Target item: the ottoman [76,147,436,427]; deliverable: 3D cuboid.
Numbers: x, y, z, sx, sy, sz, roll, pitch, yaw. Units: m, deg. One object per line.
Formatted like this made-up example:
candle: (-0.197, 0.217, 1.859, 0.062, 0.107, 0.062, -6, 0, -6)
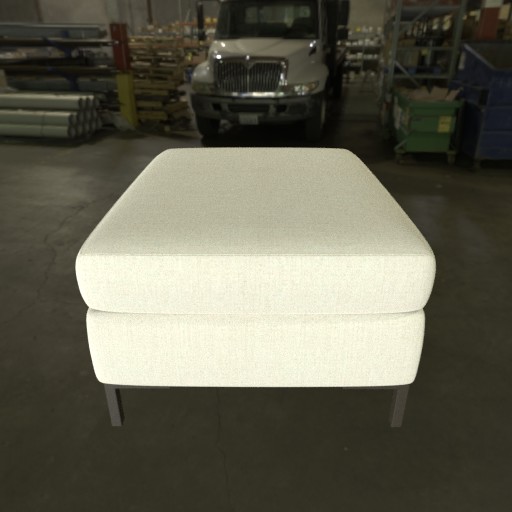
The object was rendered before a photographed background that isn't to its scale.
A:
ottoman: (0.000, 0.000, 1.180, 0.657, 0.453, 0.794, 0, 26, 0)
